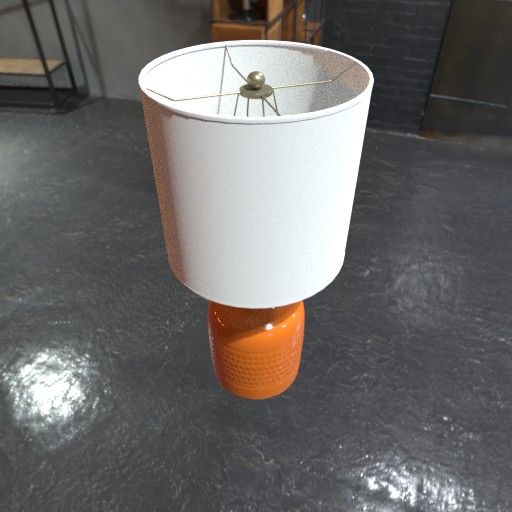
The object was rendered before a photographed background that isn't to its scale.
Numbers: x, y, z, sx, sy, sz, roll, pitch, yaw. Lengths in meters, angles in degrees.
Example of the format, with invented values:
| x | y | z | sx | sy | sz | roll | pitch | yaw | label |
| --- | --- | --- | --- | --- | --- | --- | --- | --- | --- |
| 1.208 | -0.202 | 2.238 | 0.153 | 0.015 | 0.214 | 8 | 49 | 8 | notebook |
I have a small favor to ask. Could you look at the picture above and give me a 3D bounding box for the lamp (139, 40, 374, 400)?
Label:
| x | y | z | sx | sy | sz | roll | pitch | yaw | label |
| --- | --- | --- | --- | --- | --- | --- | --- | --- | --- |
| 0.000 | 0.000 | 1.082 | 0.418 | 0.871 | 0.418 | 13 | 42 | 15 | lamp |
